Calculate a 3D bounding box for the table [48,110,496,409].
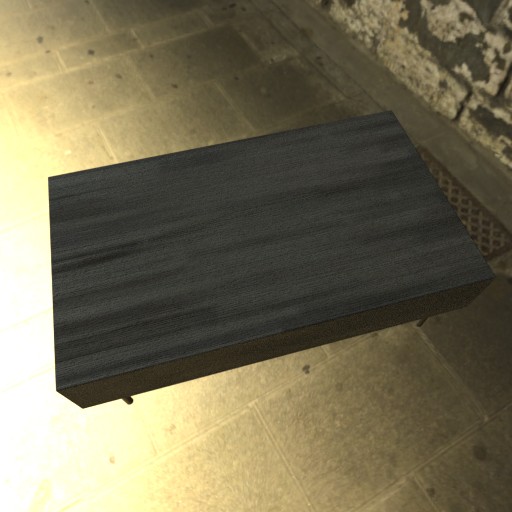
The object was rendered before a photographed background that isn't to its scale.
[{"bbox_3d":[0.000,0.000,1.355,1.088,0.347,0.643,-13,60,-8],"label":"table"}]
